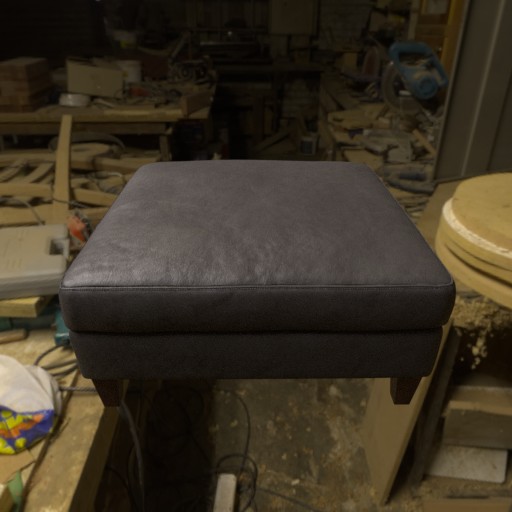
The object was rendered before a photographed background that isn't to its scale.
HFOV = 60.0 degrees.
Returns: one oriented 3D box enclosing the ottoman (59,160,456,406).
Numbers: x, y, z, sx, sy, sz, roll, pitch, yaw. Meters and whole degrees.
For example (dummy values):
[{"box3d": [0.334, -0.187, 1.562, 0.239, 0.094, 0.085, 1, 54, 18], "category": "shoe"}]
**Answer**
[{"box3d": [0.000, 0.000, 1.311, 0.836, 0.415, 0.844, 0, 29, 0], "category": "ottoman"}]
